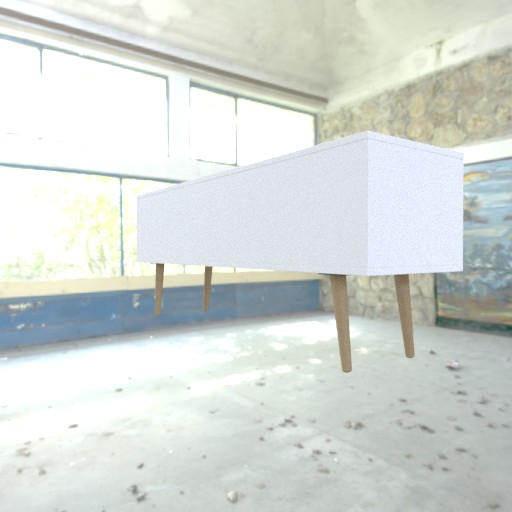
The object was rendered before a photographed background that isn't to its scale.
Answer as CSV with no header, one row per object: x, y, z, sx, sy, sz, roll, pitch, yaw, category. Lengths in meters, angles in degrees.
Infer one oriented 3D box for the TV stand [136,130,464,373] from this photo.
0.000,0.000,1.646,0.401,0.560,1.398,-1,1,-35,TV stand
